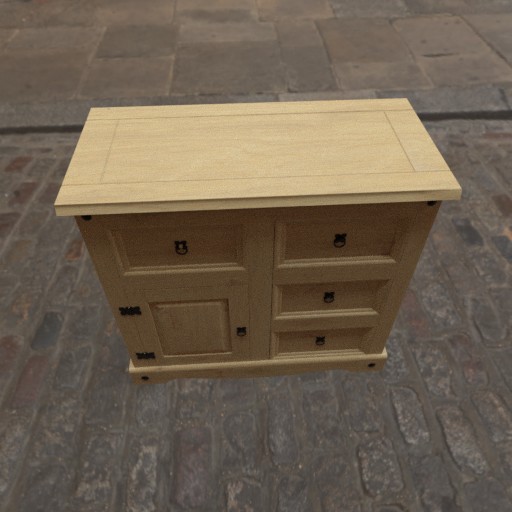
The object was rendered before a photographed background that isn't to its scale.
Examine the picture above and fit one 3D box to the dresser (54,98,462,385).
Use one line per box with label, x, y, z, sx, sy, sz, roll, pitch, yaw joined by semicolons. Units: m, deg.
dresser;0.000;0.000;1.440;0.915;0.835;0.440;-3;47;-2
